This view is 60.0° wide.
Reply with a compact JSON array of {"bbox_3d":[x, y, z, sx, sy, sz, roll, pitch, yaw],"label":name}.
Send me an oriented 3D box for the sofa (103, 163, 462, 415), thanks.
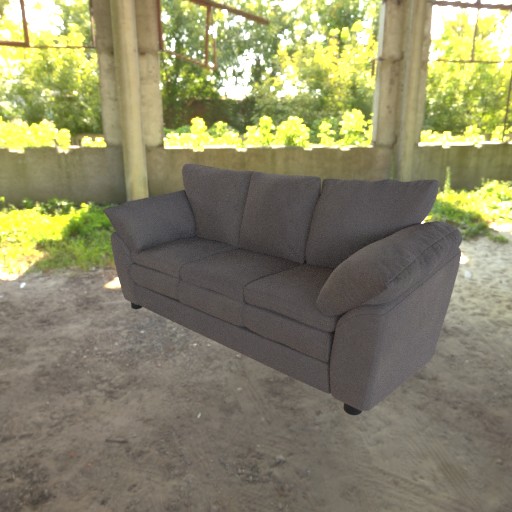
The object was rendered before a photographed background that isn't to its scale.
[{"bbox_3d":[0.000,0.000,2.870,2.336,1.073,0.878,14,21,42],"label":"sofa"}]
